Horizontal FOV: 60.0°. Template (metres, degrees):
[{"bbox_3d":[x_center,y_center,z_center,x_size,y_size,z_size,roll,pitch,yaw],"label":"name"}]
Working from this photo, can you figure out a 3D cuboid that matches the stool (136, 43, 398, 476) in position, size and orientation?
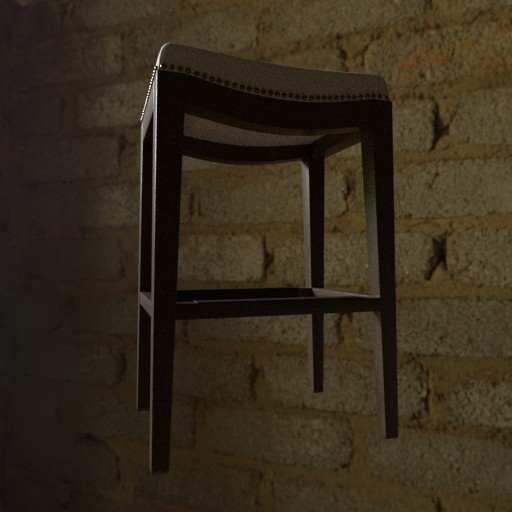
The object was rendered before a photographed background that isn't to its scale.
[{"bbox_3d":[0.000,0.000,1.002,0.498,0.759,0.358,0,0,-19],"label":"stool"}]
